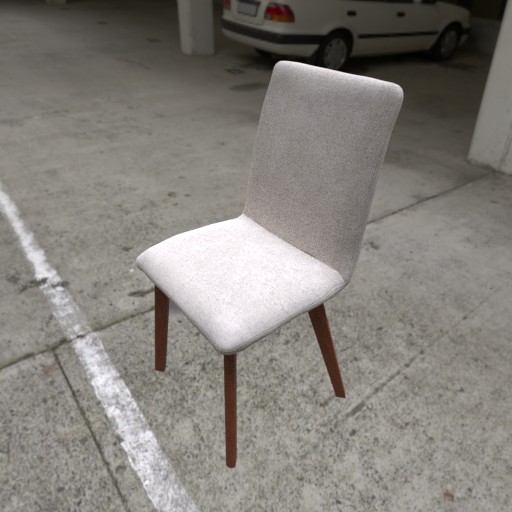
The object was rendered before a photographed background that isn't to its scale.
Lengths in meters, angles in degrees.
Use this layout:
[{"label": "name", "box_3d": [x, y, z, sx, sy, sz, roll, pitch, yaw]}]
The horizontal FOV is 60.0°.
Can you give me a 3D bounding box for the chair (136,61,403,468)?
[{"label": "chair", "box_3d": [0.000, 0.000, 1.294, 0.563, 0.974, 0.522, -21, 37, -31]}]
